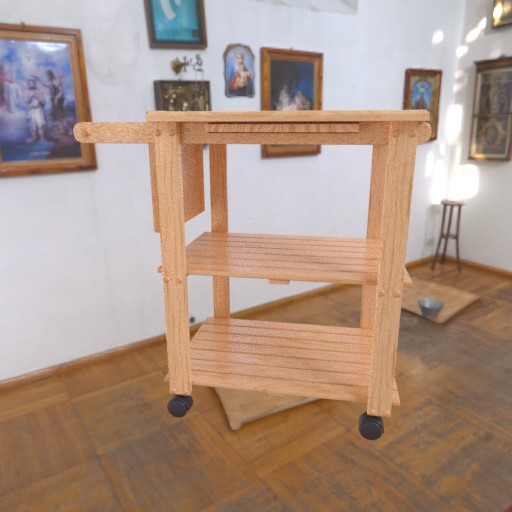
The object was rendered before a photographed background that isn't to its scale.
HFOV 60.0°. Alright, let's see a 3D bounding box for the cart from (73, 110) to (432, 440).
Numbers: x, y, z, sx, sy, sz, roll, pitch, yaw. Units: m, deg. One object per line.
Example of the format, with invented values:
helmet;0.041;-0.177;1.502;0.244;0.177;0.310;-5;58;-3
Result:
cart;0.000;0.000;1.322;0.843;0.816;0.520;3;16;10
